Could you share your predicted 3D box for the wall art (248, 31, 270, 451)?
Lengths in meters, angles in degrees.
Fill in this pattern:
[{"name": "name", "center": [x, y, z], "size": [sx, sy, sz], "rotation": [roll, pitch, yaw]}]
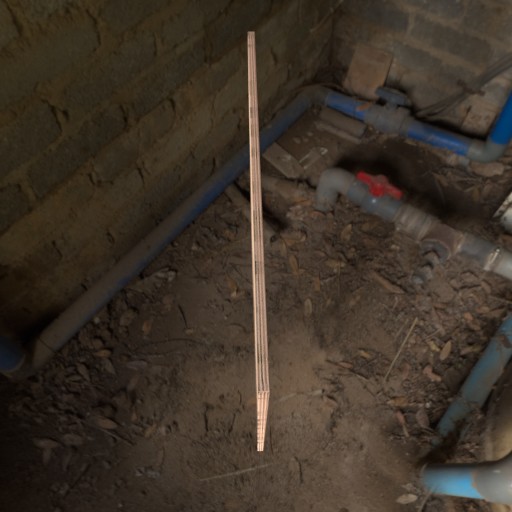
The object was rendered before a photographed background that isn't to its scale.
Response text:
[{"name": "wall art", "center": [0.000, 0.000, 0.684], "size": [0.010, 0.408, 0.508], "rotation": [-1, 60, -1]}]
